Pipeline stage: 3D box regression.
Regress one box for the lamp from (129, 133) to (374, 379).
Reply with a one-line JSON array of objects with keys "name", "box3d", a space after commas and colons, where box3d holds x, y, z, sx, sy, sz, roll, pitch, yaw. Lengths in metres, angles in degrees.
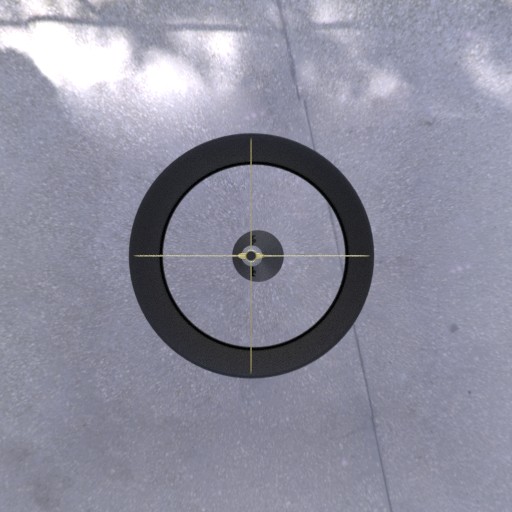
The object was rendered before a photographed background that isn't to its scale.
[{"name": "lamp", "box3d": [0.000, 0.000, 1.804, 0.580, 1.526, 0.580, 0, 90, 1]}]
